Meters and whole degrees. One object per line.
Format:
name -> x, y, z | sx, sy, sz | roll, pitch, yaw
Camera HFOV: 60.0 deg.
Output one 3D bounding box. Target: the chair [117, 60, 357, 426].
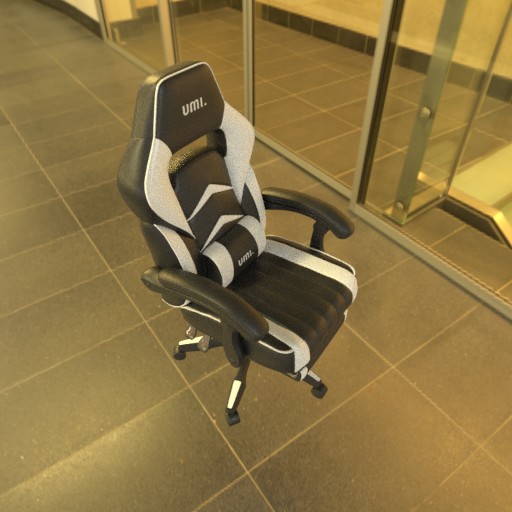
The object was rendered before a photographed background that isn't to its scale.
chair -> 0.000, 0.000, 1.584 | 0.700, 1.200, 0.676 | 25, 48, 25
